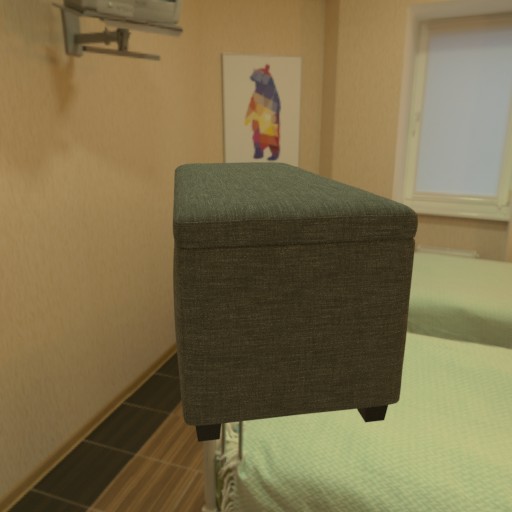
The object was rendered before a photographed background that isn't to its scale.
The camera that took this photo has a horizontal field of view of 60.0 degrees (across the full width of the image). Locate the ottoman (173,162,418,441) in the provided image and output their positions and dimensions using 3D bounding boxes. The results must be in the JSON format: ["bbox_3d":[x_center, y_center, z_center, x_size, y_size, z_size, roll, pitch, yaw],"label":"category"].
[{"bbox_3d":[0.000,0.000,1.159,0.419,0.432,0.902,-3,17,-9],"label":"ottoman"}]
